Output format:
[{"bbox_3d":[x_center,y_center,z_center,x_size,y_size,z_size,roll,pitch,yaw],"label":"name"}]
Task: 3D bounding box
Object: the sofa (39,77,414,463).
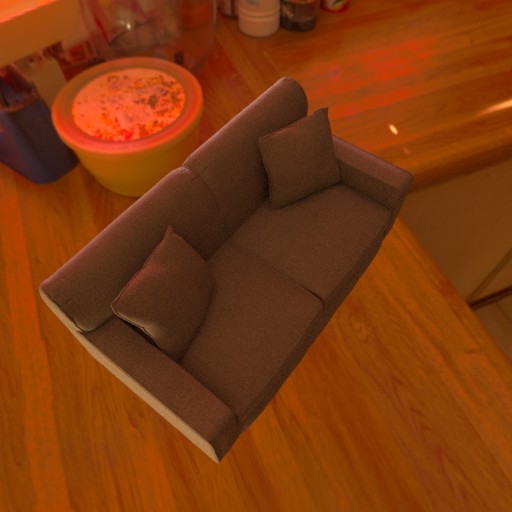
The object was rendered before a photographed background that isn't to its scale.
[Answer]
[{"bbox_3d":[0.000,0.000,2.459,1.000,0.958,1.846,33,63,19],"label":"sofa"}]
